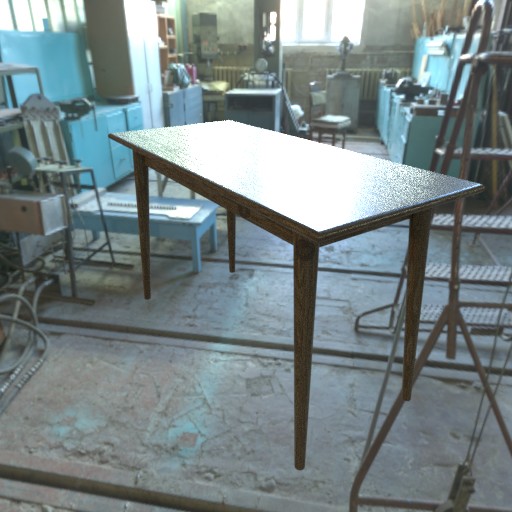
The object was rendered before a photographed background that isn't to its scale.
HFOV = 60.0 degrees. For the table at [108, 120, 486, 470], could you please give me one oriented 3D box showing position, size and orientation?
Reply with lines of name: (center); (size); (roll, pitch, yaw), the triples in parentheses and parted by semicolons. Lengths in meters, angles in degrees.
table: (0.000, 0.000, 1.683); (0.599, 0.780, 1.300); (-17, 31, -31)
